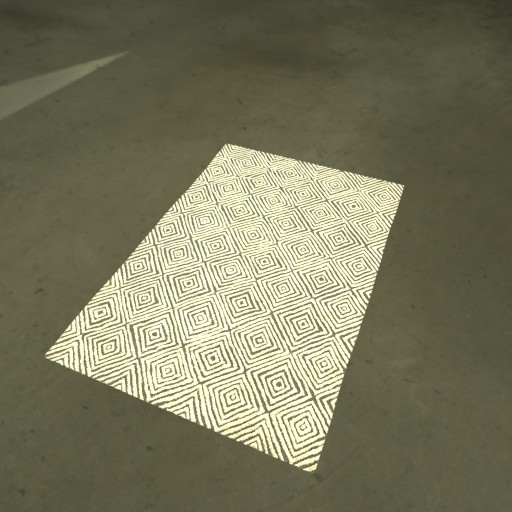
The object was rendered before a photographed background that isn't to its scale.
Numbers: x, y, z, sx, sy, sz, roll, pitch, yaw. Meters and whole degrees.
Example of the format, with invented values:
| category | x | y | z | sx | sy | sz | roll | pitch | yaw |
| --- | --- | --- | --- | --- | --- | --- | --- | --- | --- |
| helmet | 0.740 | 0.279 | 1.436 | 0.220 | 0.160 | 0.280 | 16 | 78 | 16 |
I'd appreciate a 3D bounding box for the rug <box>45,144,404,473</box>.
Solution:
| category | x | y | z | sx | sy | sz | roll | pitch | yaw |
| --- | --- | --- | --- | --- | --- | --- | --- | --- | --- |
| rug | 0.000 | 0.000 | 2.232 | 1.177 | 0.004 | 1.750 | 17 | 49 | 16 |
